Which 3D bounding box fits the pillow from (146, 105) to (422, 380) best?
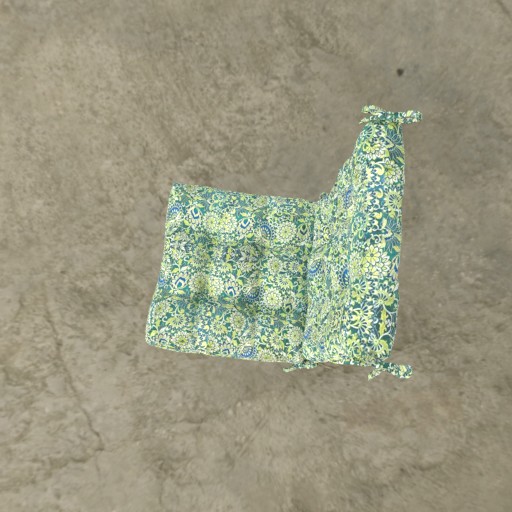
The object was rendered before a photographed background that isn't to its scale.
[{"bbox_3d":[0.000,0.000,1.047,0.571,0.605,0.519,7,77,2],"label":"pillow"}]
